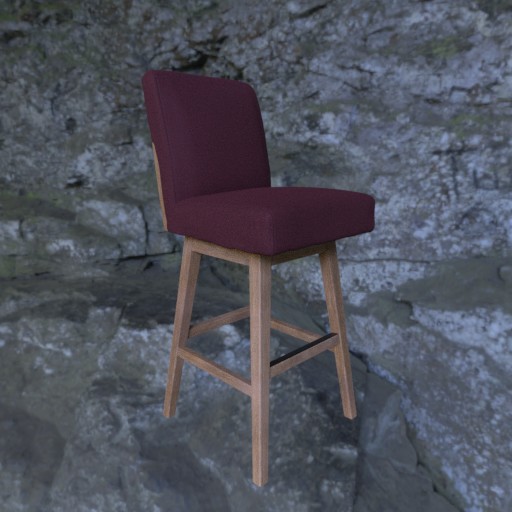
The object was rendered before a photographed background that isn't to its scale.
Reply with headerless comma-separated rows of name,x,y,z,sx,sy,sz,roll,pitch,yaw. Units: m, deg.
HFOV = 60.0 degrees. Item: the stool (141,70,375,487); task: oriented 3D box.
stool,0.000,0.000,1.364,0.468,1.093,0.562,-13,19,-43
